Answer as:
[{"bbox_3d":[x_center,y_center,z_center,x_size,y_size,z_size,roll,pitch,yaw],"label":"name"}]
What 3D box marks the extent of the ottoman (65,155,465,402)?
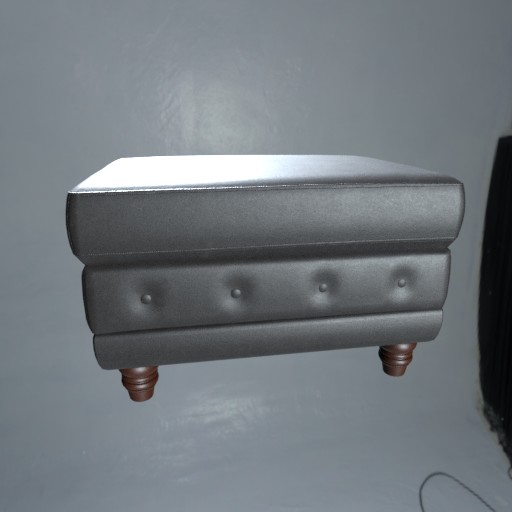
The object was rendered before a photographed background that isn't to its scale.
[{"bbox_3d":[0.000,0.000,1.171,0.795,0.498,0.590,-3,17,-9],"label":"ottoman"}]
